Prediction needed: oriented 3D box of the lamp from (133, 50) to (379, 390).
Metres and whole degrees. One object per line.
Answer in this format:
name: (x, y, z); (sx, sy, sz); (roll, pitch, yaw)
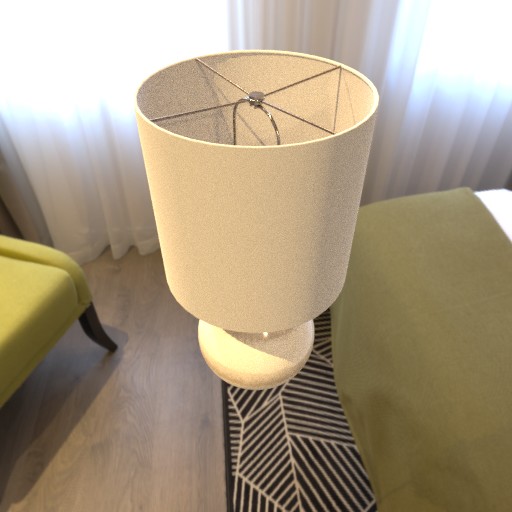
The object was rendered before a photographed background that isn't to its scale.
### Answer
lamp: (0.000, 0.000, 0.533); (0.217, 0.404, 0.217); (-26, 48, -26)
